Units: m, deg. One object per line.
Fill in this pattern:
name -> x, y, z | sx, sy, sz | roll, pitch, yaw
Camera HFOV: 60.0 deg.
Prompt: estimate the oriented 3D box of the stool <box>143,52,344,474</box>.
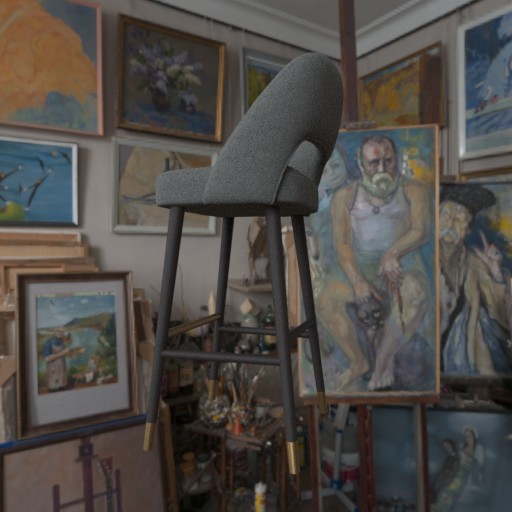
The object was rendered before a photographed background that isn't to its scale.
stool -> 0.000, 0.000, 1.377 | 0.524, 1.089, 0.536 | 0, 1, 19
